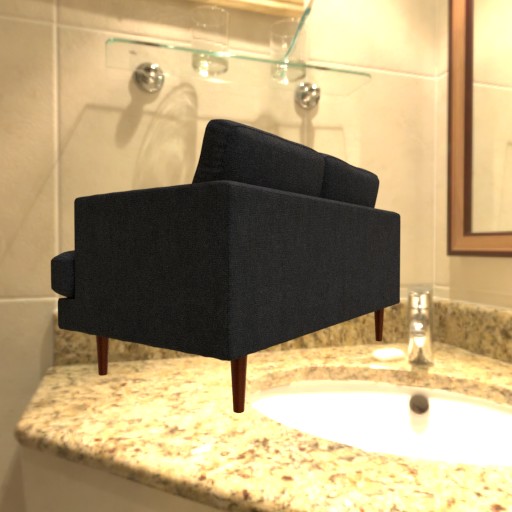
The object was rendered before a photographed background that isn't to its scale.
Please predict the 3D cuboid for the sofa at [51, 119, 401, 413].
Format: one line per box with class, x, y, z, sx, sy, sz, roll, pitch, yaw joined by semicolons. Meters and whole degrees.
sofa;0.000;0.000;2.117;0.903;0.944;1.582;1;2;35
